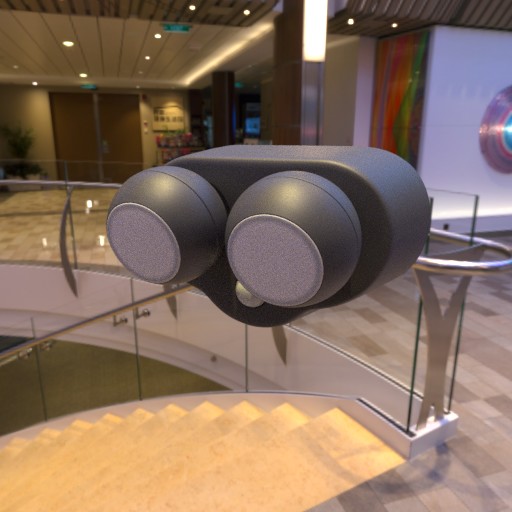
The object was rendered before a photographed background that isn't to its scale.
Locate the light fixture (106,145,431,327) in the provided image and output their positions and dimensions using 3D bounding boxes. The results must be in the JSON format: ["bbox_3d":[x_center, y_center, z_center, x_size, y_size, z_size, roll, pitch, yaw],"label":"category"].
[{"bbox_3d":[0.000,0.000,0.336,0.229,0.159,0.159,7,17,25],"label":"light fixture"}]
